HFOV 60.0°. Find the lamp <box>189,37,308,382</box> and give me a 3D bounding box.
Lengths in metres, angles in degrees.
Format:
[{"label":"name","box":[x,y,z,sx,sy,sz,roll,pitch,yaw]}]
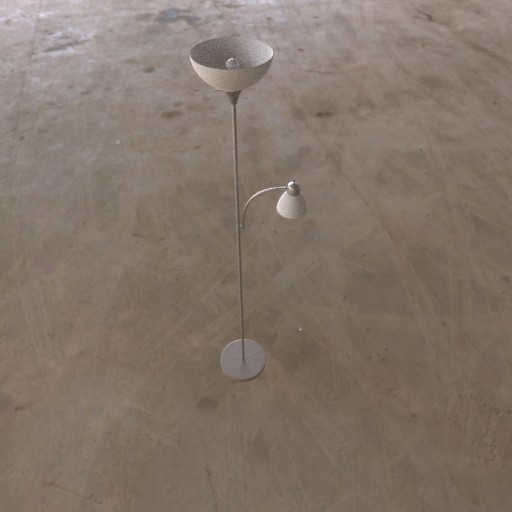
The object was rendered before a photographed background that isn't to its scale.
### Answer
[{"label":"lamp","box":[0.000,0.000,2.030,0.425,1.804,0.279,3,45,3]}]
